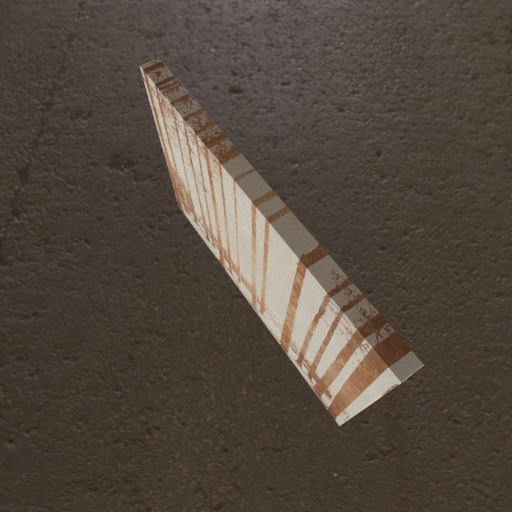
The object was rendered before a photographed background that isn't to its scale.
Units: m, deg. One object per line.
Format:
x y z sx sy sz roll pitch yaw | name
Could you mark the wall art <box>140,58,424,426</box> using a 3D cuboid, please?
0.000 0.000 0.784 0.035 0.405 0.609 -32 67 -15 | wall art
